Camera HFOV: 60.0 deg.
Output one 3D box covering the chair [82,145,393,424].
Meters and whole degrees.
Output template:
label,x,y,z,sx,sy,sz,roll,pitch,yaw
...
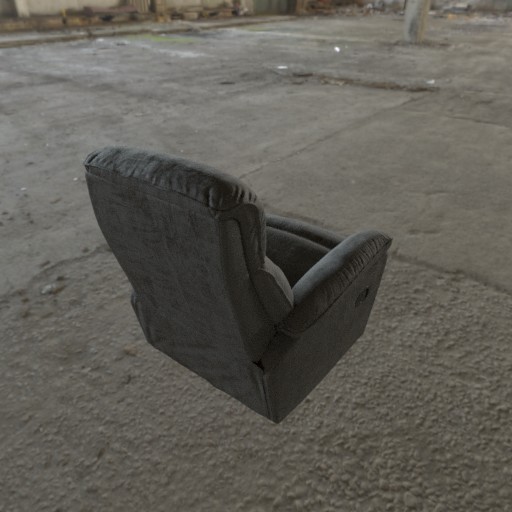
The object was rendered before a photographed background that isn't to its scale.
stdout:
label,x,y,z,sx,sy,sz,roll,pitch,yaw
chair,0.000,0.000,1.761,0.820,1.037,1.004,22,38,31
